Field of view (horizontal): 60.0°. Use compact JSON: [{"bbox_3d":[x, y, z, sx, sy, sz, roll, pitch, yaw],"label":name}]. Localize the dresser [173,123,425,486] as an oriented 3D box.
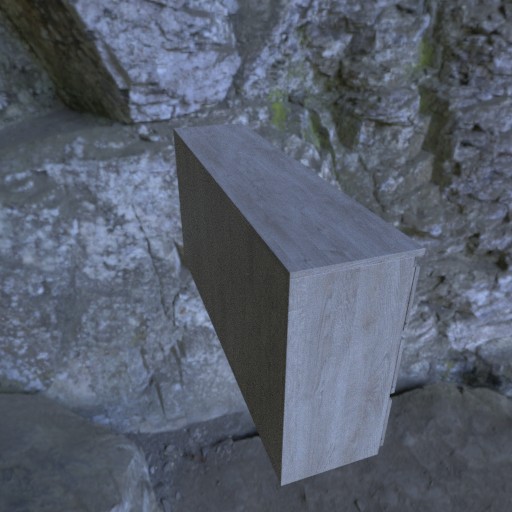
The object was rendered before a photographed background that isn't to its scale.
[{"bbox_3d":[0.000,0.000,1.942,0.390,0.795,1.590,-10,30,-17],"label":"dresser"}]
